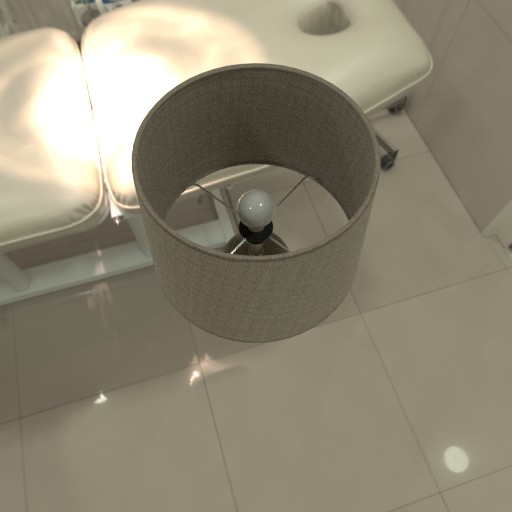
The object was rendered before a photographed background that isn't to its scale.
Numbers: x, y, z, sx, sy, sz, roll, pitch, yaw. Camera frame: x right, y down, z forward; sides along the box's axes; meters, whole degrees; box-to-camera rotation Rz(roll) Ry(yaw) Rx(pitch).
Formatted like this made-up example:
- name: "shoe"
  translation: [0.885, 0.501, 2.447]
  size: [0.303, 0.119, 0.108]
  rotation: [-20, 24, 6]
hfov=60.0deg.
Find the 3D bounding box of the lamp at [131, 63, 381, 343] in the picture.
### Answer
- name: "lamp"
  translation: [0.000, 0.000, 0.842]
  size: [0.367, 0.609, 0.367]
  rotation: [0, 63, 0]
